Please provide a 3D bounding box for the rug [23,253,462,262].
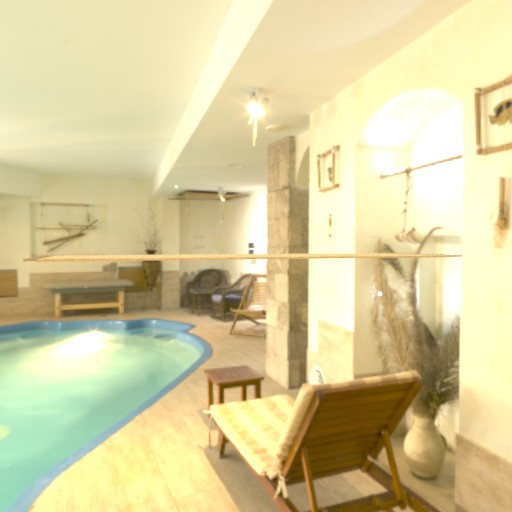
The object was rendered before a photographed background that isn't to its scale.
[{"bbox_3d":[0.000,0.000,2.839,2.544,0.015,0.795,0,2,-18],"label":"rug"}]
